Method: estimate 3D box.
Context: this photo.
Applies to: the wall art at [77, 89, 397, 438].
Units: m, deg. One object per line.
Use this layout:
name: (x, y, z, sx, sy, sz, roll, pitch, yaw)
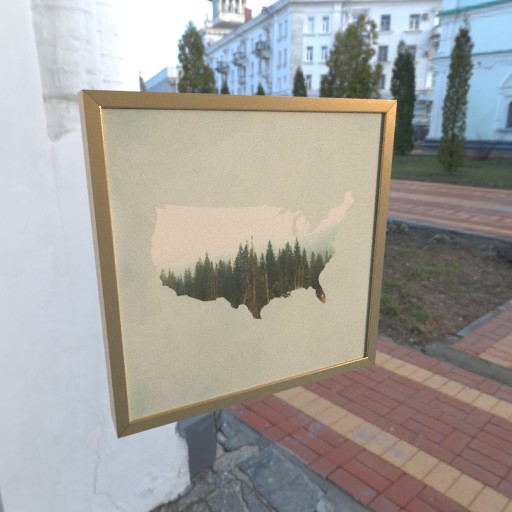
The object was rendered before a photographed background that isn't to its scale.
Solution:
wall art: (0.000, 0.000, 0.450, 0.304, 0.304, 0.038, -8, 18, -25)
